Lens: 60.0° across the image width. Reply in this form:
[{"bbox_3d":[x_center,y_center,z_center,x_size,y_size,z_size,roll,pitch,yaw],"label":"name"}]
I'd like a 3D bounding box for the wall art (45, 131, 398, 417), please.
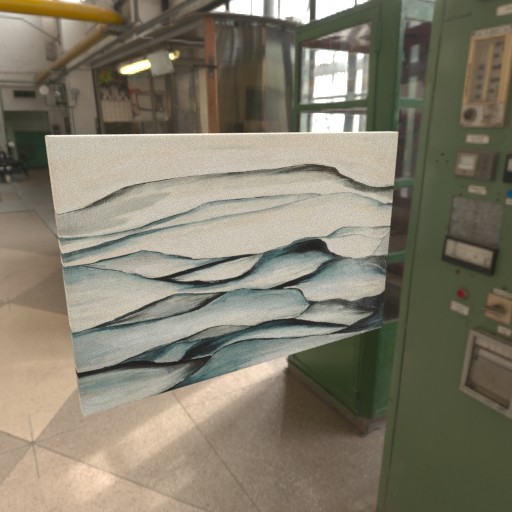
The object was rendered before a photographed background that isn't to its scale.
[{"bbox_3d":[0.000,0.000,1.140,0.914,0.609,0.039,-9,19,-29],"label":"wall art"}]
